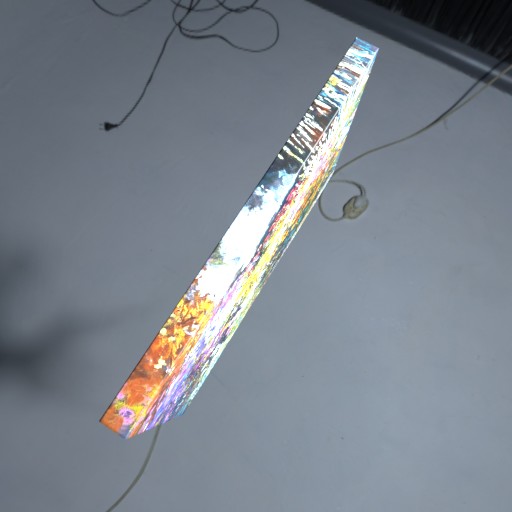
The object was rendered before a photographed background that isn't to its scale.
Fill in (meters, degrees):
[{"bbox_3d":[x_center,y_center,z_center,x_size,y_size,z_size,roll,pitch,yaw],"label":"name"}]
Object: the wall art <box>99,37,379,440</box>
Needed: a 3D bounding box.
[{"bbox_3d":[0.000,0.000,0.759,0.037,0.406,0.610,31,76,8],"label":"wall art"}]
